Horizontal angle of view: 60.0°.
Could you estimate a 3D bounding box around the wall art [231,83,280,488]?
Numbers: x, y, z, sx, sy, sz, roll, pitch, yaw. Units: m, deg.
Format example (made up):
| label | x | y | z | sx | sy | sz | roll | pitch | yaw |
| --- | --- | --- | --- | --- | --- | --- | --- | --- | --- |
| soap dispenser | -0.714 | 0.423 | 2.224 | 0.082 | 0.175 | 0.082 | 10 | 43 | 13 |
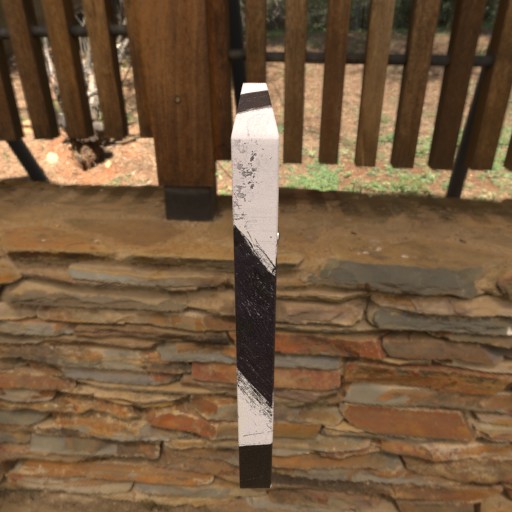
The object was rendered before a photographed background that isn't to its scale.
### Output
| label | x | y | z | sx | sy | sz | roll | pitch | yaw |
| --- | --- | --- | --- | --- | --- | --- | --- | --- | --- |
| wall art | 0.000 | 0.000 | 0.758 | 0.050 | 0.508 | 0.507 | 0 | 27 | 0 |
